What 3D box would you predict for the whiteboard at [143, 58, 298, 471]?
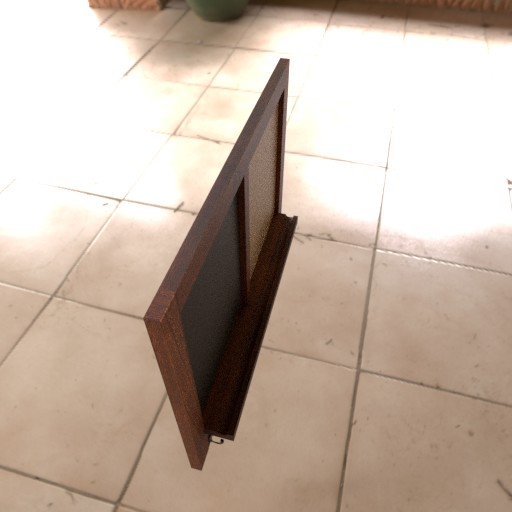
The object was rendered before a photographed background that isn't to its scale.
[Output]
[{"bbox_3d":[0.000,0.000,0.989,0.083,0.553,0.768,11,48,10],"label":"whiteboard"}]
